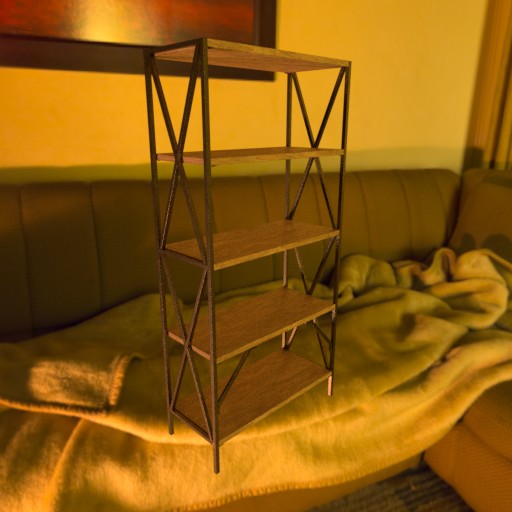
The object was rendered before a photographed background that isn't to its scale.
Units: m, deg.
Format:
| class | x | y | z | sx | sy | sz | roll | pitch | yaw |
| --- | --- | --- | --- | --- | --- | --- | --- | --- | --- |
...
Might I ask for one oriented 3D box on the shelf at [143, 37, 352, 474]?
| class | x | y | z | sx | sy | sz | roll | pitch | yaw |
| --- | --- | --- | --- | --- | --- | --- | --- | --- | --- |
| shelf | 0.000 | 0.000 | 2.176 | 0.874 | 1.803 | 0.386 | -16 | 23 | -42 |
